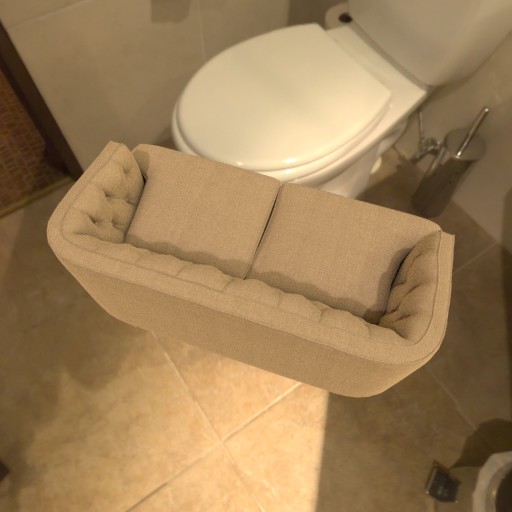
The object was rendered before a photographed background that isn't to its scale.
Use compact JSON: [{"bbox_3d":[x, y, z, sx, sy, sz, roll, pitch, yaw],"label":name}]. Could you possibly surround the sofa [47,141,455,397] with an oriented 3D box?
[{"bbox_3d":[0.000,0.000,2.227,1.733,0.855,0.941,17,65,8],"label":"sofa"}]
